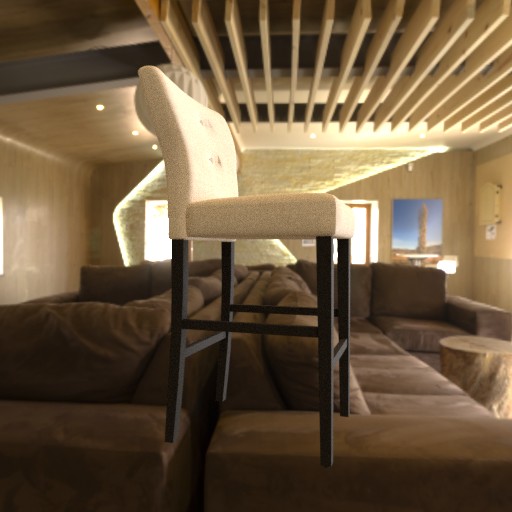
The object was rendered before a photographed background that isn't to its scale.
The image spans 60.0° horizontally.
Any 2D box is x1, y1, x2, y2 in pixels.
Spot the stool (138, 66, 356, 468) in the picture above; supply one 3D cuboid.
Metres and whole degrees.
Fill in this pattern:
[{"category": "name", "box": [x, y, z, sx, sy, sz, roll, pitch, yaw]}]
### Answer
[{"category": "stool", "box": [0.000, 0.000, 1.451, 0.603, 1.124, 0.516, 0, 1, 19]}]
